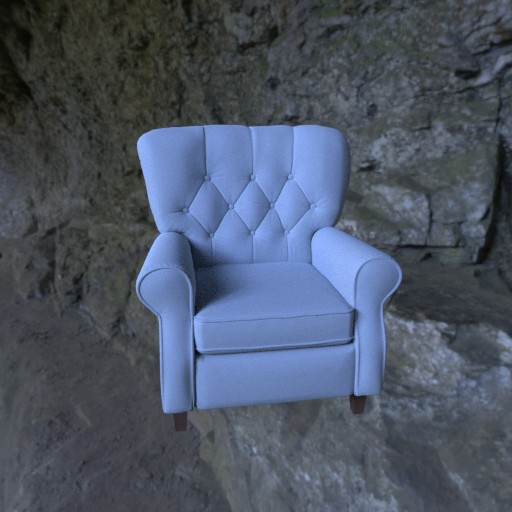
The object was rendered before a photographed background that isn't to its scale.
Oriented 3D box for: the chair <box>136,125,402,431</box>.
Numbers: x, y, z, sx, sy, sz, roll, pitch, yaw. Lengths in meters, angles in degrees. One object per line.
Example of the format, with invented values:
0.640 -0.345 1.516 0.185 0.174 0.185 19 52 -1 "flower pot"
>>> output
0.000 0.000 2.122 1.090 1.217 1.128 -2 16 -8 "chair"
